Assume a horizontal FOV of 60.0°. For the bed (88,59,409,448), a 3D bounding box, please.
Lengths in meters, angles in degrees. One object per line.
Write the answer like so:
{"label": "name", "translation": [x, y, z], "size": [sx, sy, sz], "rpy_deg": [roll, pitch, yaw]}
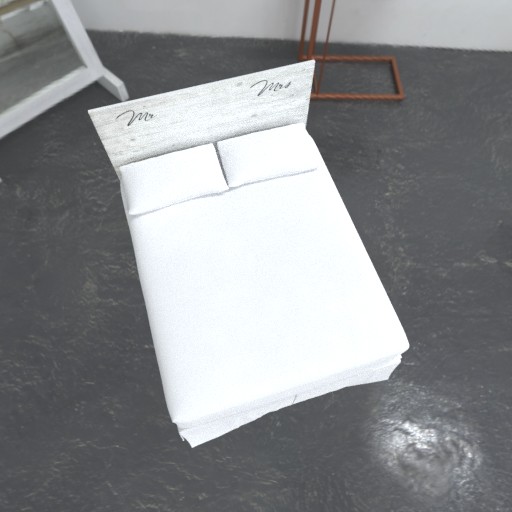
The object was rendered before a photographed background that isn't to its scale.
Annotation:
{"label": "bed", "translation": [0.000, 0.000, 3.206], "size": [1.745, 1.335, 2.094], "rpy_deg": [-16, 65, -8]}
